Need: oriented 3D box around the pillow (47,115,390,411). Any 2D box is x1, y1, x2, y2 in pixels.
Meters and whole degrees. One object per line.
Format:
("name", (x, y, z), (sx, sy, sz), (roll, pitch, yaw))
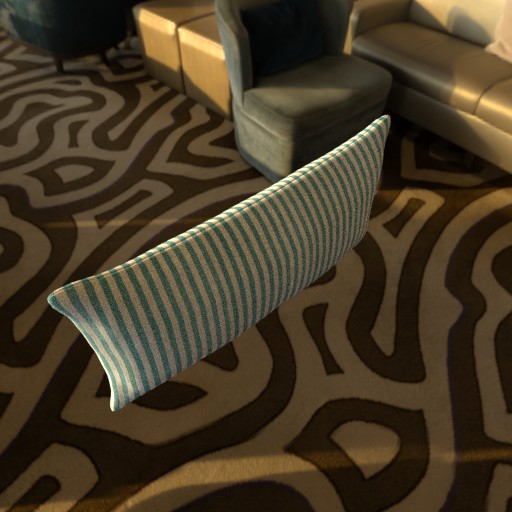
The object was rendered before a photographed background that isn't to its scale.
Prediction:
("pillow", (0.000, 0.000, 0.737), (0.617, 0.295, 0.151), (-32, 54, -27))
